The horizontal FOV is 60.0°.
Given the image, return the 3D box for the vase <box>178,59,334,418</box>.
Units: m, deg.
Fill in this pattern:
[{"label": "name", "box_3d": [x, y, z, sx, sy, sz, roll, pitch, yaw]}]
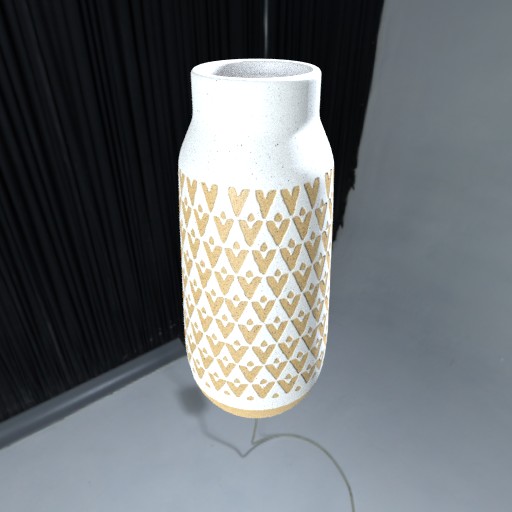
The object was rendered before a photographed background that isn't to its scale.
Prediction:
[{"label": "vase", "box_3d": [0.000, 0.000, 0.388, 0.137, 0.307, 0.137, 0, 31, 0]}]
